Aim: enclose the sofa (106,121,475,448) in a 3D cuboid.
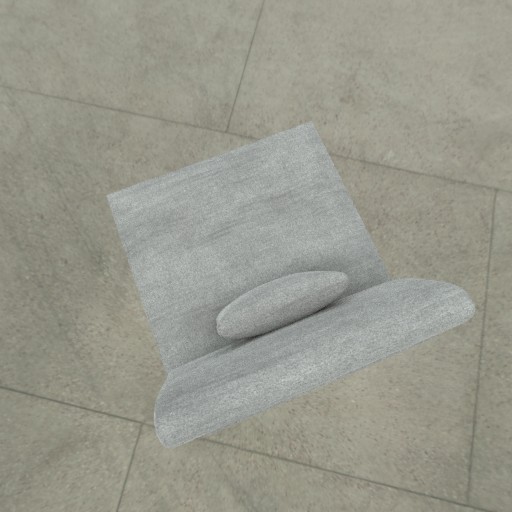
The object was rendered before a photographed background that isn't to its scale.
[{"bbox_3d":[0.000,0.000,1.642,0.930,0.820,1.000,-21,75,-6],"label":"sofa"}]
